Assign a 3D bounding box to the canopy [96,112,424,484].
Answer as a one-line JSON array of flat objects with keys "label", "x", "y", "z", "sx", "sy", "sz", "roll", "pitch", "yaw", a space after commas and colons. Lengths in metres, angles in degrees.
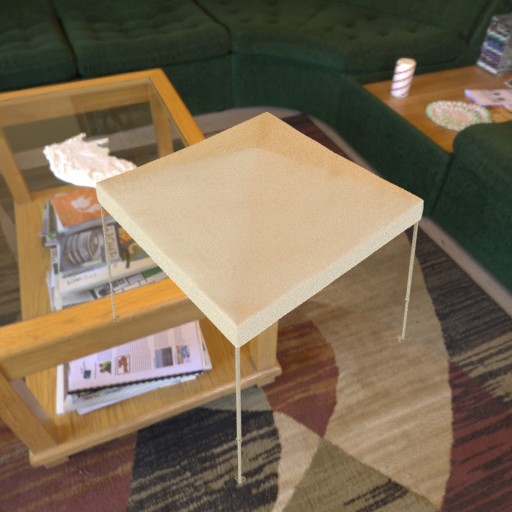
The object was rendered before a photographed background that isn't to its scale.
[{"label": "canopy", "x": 0.000, "y": 0.000, "z": 6.437, "sx": 3.600, "sy": 3.600, "sz": 3.599, "roll": -31, "pitch": 53, "yaw": -27}]
